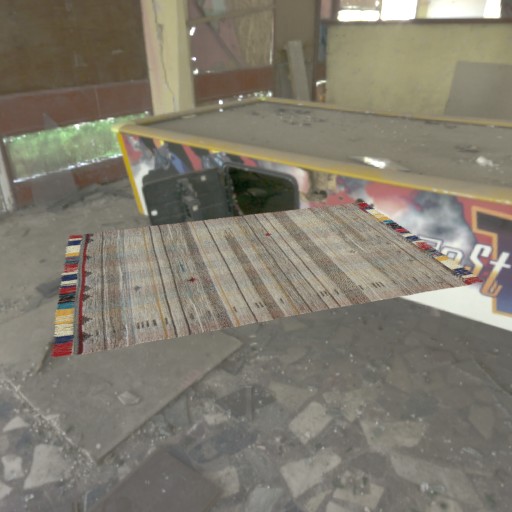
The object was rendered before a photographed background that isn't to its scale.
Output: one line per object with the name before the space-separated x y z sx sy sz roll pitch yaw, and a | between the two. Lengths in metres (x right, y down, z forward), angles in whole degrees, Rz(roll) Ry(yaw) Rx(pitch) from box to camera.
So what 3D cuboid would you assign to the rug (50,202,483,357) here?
rug | 0.000 0.000 2.975 2.465 0.012 1.465 -8 28 -15
